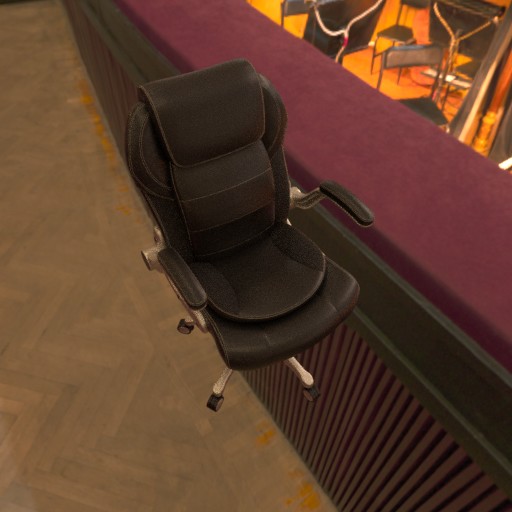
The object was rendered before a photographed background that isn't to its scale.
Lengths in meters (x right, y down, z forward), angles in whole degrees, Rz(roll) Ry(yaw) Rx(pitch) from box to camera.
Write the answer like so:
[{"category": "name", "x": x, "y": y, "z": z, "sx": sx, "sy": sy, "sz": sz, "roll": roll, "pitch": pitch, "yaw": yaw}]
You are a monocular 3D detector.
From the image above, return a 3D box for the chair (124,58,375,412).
[{"category": "chair", "x": 0.000, "y": 0.000, "z": 1.649, "sx": 0.724, "sy": 1.141, "sz": 0.801, "roll": -25, "pitch": 52, "yaw": -21}]
